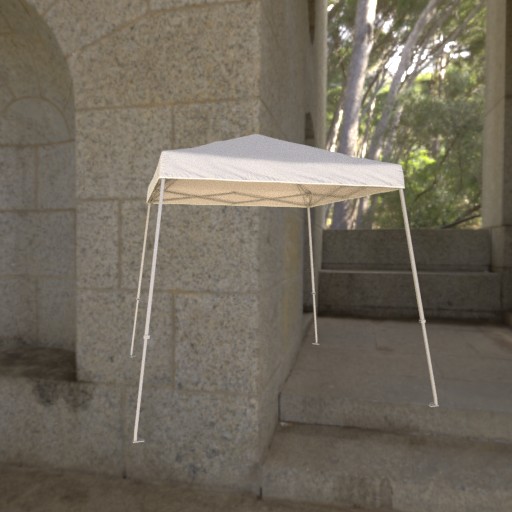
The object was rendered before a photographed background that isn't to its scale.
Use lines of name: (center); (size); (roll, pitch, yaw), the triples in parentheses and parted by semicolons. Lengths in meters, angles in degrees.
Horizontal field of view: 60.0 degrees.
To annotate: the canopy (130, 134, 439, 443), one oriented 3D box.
canopy: (0.000, 0.000, 6.585); (3.599, 3.600, 3.600); (0, 1, -16)
